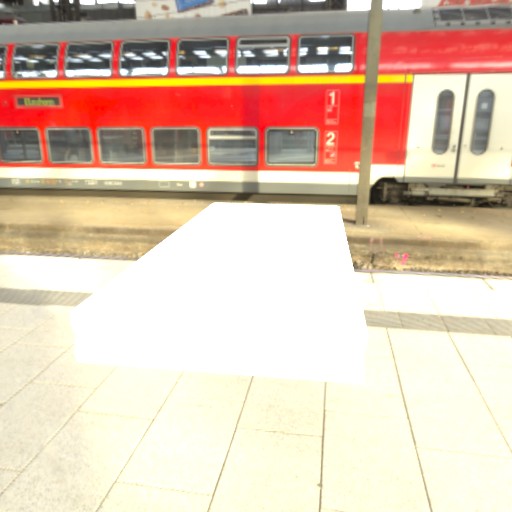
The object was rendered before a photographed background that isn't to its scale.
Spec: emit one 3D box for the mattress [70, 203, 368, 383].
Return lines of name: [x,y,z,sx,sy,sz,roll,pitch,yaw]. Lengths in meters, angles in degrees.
mattress: [0.000,0.000,2.222,0.900,0.200,1.900,2,17,8]
